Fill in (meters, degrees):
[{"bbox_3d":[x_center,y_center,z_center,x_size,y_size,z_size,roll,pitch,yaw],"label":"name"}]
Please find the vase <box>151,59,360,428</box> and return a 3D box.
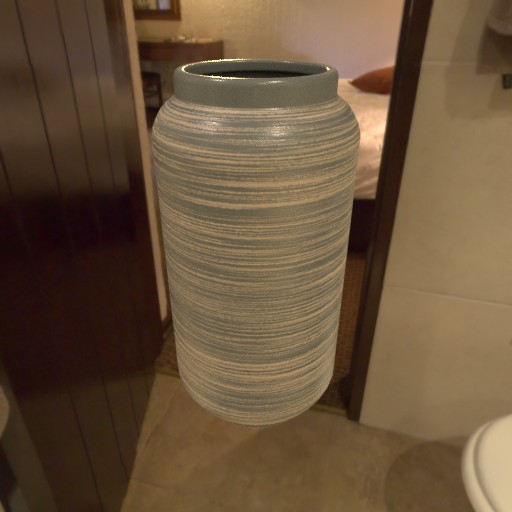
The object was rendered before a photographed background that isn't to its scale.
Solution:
[{"bbox_3d":[0.000,0.000,0.292,0.116,0.230,0.116,0,30,0],"label":"vase"}]
